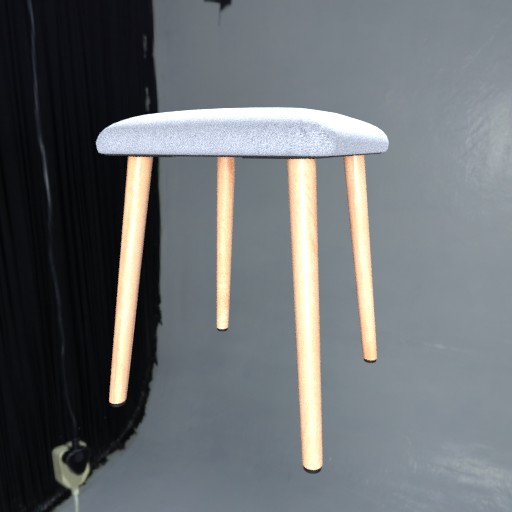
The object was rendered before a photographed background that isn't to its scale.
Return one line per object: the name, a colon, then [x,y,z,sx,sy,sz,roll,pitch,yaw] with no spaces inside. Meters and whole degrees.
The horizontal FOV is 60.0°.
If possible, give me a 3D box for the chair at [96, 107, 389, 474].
chair: [0.000,0.000,0.708,0.350,0.440,0.350,7,16,26]
